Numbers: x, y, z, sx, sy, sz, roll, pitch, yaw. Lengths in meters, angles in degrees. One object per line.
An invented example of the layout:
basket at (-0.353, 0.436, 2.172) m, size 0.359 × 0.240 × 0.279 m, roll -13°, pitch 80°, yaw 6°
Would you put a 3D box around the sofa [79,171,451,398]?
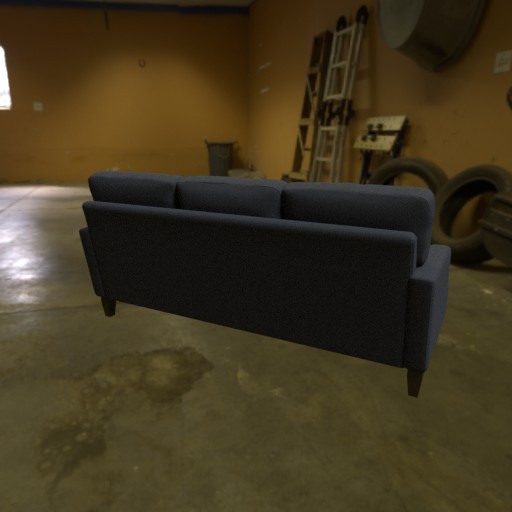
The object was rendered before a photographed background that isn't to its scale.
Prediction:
sofa at (0.000, 0.000, 2.677) m, size 2.115 × 0.984 × 0.888 m, roll 8°, pitch 17°, yaw 28°
